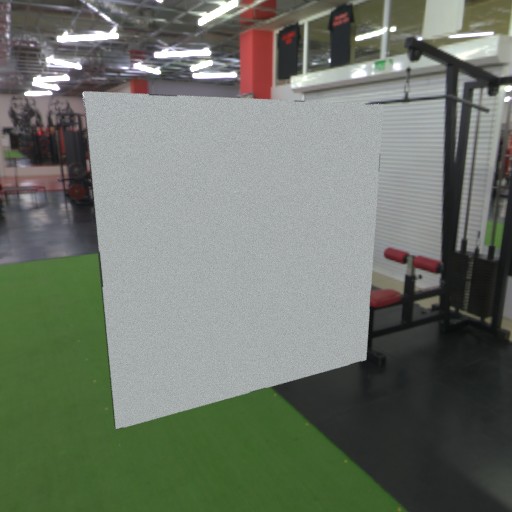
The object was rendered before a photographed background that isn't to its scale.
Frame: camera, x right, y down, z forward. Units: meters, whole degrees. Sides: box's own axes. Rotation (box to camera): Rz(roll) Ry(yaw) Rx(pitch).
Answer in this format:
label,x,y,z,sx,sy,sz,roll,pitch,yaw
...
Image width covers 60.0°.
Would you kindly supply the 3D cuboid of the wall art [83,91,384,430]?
label,x,y,z,sx,sy,sz,roll,pitch,yaw
wall art,0.000,0.000,0.664,0.446,0.445,0.014,-7,16,-26
